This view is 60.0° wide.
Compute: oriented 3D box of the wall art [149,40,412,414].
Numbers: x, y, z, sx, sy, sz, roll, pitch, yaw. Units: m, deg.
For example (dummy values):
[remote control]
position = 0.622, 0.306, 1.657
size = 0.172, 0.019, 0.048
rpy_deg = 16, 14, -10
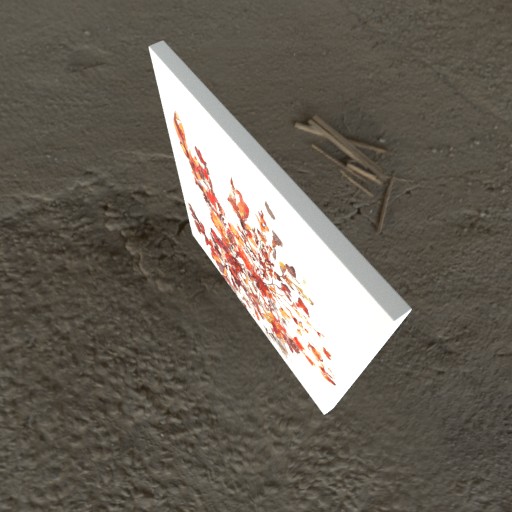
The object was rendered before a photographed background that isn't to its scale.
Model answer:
[wall art]
position = 0.000, 0.000, 1.127
size = 0.037, 0.757, 0.757
rpy_deg = -31, 65, -16
